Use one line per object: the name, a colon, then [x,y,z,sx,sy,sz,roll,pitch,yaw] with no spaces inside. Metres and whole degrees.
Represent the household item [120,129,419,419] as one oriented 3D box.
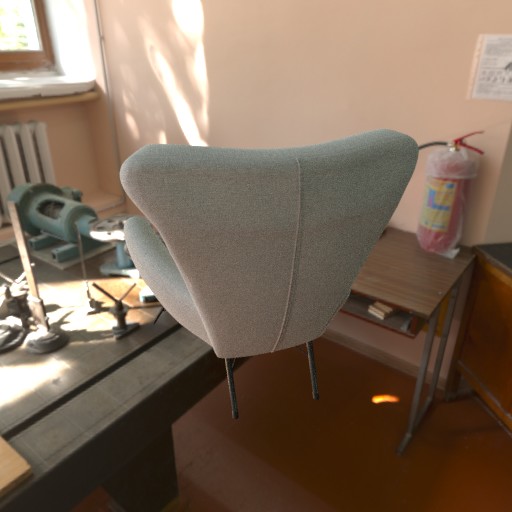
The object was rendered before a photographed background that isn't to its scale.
household item: [0.000,0.000,1.786,0.980,1.050,0.900,-8,27,-17]
